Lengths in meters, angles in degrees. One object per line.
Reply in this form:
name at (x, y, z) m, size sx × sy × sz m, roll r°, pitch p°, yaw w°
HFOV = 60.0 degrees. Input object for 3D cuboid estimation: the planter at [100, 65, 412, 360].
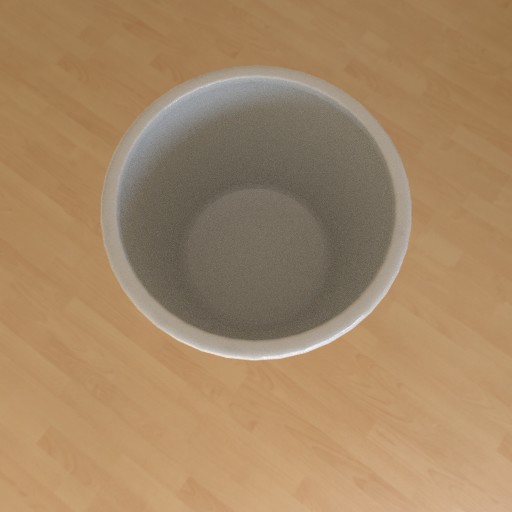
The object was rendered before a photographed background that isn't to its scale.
planter at (0.000, 0.000, 0.466) m, size 0.217 × 0.331 × 0.217 m, roll 11°, pitch 76°, yaw 3°
